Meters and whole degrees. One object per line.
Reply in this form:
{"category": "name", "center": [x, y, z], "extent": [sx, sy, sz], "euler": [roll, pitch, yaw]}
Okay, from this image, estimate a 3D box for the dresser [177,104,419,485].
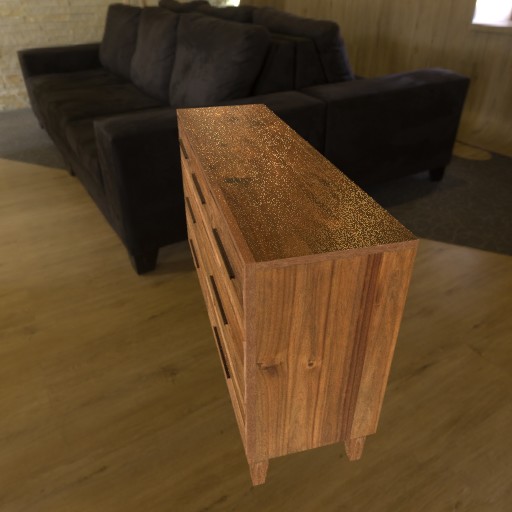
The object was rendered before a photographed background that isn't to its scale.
{"category": "dresser", "center": [0.000, 0.000, 1.820], "extent": [0.446, 0.873, 1.400], "euler": [-8, 33, -12]}
